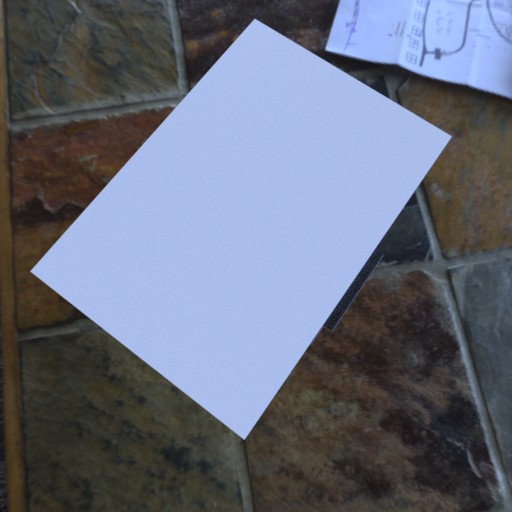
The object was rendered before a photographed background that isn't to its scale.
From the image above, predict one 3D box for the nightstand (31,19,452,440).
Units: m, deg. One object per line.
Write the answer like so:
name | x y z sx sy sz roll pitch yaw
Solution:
nightstand | 0.000 0.000 0.757 0.325 0.460 0.441 35 77 9
